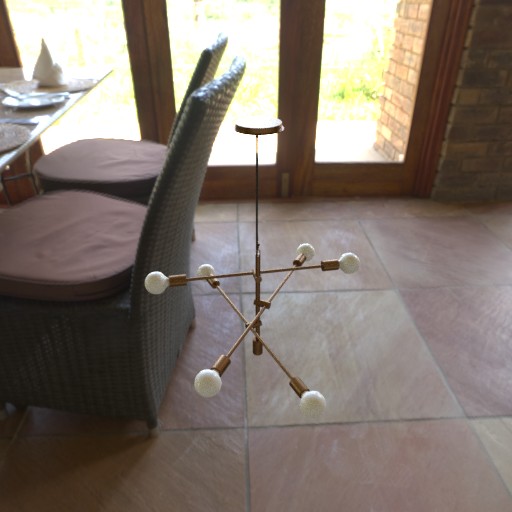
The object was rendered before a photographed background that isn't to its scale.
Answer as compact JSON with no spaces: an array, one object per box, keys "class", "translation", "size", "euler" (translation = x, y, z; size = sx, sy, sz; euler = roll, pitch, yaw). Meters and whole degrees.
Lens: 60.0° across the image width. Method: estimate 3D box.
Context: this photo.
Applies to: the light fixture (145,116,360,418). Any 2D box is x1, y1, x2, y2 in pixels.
[{"class":"light fixture","translation":[0.000,0.000,1.240],"size":[0.637,0.744,0.682],"euler":[0,31,0]}]
